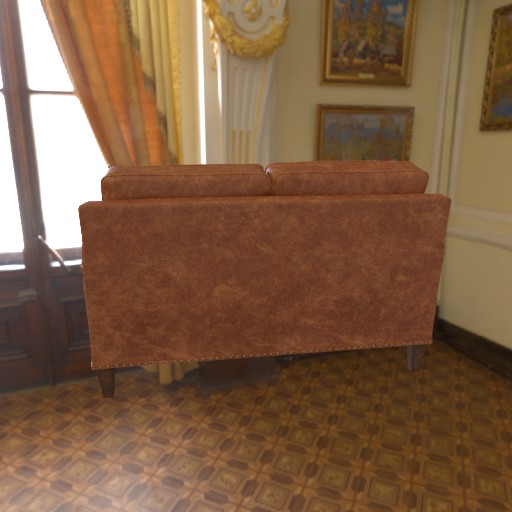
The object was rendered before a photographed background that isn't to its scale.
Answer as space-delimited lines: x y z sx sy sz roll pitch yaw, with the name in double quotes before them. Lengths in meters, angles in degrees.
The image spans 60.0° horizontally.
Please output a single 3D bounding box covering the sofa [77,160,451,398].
"sofa" 0.000 0.000 2.331 1.597 1.003 1.084 -2 15 -9
